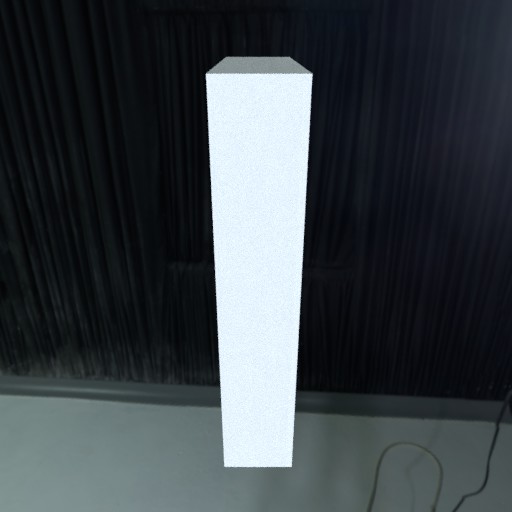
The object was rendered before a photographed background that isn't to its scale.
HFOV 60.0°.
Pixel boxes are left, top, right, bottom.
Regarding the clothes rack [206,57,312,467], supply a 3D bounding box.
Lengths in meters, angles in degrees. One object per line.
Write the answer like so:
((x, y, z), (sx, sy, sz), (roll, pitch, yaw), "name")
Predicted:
((0.000, 0.000, 1.602), (0.250, 1.280, 0.750), (0, 27, 0), "clothes rack")
